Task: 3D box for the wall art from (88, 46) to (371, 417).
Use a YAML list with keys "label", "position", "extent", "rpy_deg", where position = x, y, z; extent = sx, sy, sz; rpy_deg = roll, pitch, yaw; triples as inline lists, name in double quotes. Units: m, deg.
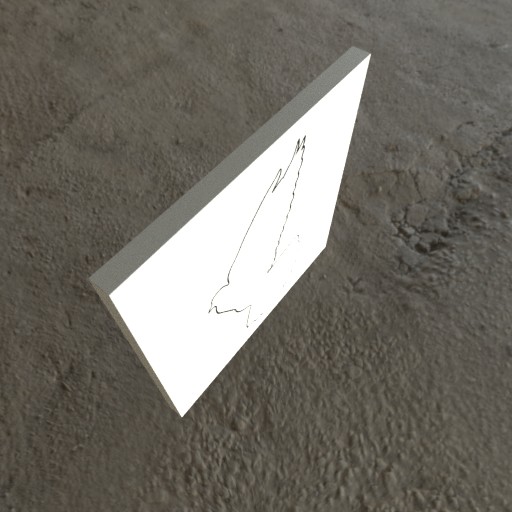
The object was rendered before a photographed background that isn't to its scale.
- label: "wall art"
  position: [0.000, 0.000, 0.915]
  extent: [0.038, 0.610, 0.610]
  rpy_deg: [33, 63, 19]
